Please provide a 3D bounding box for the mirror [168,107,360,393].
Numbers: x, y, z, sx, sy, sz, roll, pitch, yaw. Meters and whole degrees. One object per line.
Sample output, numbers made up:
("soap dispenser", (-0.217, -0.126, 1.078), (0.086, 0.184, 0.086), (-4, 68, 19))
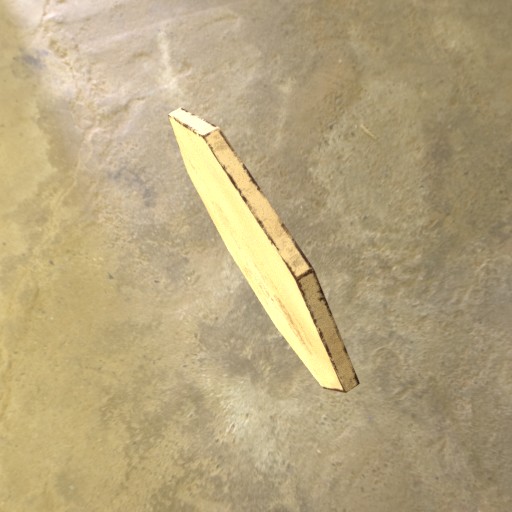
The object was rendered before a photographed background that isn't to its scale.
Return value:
("mirror", (0.000, 0.000, 0.975), (0.031, 0.648, 0.648), (-31, 77, -8))
